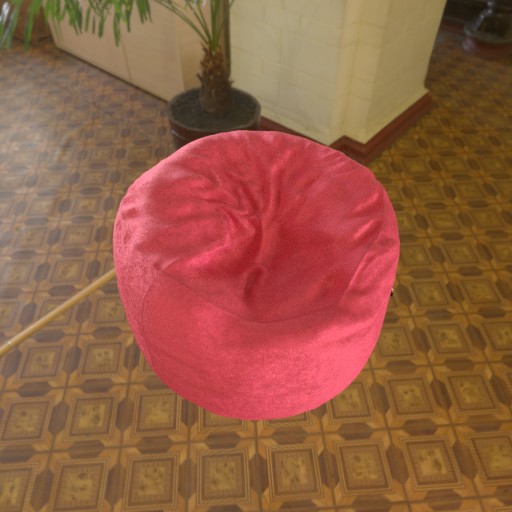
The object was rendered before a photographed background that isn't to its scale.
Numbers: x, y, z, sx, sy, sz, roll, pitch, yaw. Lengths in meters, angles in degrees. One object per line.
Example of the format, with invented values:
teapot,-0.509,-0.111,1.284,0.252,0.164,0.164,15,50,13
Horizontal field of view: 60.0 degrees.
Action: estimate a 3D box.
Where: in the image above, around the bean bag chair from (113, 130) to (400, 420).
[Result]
bean bag chair,0.000,0.000,1.973,1.218,0.788,1.218,0,47,0
